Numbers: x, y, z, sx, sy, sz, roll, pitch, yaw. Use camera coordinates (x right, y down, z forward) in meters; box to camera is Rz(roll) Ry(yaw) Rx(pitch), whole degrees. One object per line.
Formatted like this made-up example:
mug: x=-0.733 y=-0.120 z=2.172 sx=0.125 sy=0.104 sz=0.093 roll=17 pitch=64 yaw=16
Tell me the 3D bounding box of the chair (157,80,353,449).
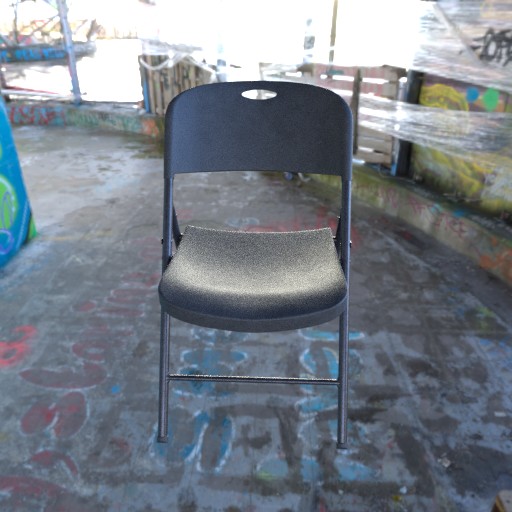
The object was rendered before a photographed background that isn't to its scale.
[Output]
chair: x=0.000 y=0.000 z=1.184 sx=0.494 sy=0.810 sz=0.567 roll=1 pitch=29 yaw=2
